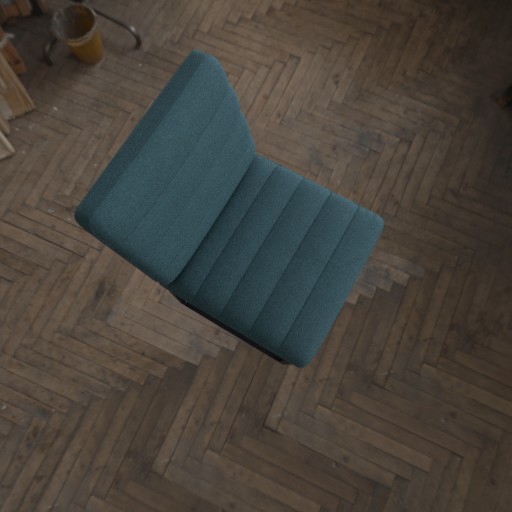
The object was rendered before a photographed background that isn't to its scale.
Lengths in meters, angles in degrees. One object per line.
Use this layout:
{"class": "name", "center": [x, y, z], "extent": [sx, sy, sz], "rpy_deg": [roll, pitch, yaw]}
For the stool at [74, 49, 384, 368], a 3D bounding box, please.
{"class": "stool", "center": [0.000, 0.000, 1.347], "extent": [0.560, 1.040, 0.460], "rpy_deg": [30, 78, 7]}
